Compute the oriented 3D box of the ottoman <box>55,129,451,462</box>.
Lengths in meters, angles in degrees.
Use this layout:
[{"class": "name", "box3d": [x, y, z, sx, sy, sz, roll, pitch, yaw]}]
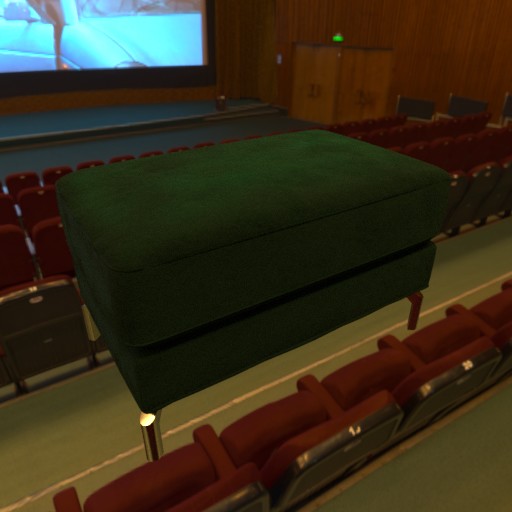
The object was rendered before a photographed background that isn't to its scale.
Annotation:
[{"class": "ottoman", "box3d": [0.000, 0.000, 1.215, 0.886, 0.533, 0.536, -18, 34, -28]}]
